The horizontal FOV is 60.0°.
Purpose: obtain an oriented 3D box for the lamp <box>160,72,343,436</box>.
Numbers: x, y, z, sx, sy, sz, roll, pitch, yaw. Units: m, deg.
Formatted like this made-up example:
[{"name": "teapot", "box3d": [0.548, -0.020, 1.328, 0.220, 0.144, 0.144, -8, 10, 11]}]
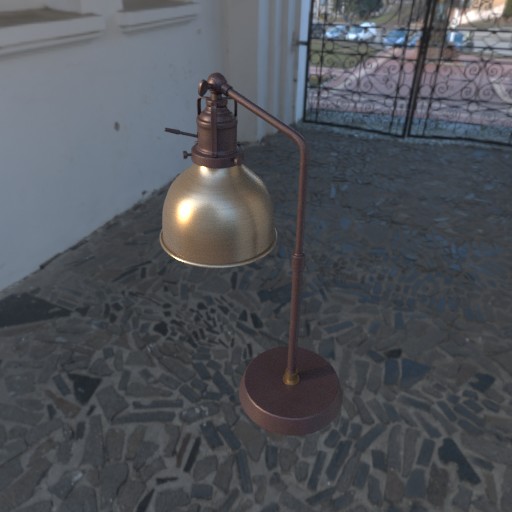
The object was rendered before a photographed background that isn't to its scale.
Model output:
[{"name": "lamp", "box3d": [0.000, 0.000, 0.618, 0.298, 0.469, 0.175, 22, 38, 30]}]
